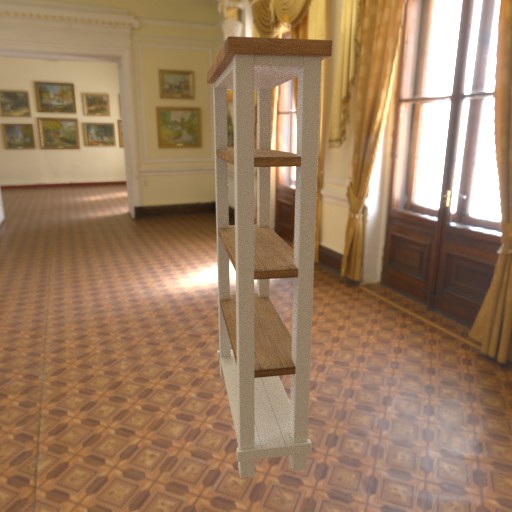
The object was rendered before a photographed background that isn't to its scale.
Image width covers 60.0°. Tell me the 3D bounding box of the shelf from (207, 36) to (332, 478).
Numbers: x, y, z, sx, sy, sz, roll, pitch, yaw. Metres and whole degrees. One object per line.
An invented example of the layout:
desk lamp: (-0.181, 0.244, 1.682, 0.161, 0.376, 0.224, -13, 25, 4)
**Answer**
shelf: (0.000, 0.000, 2.304, 0.381, 1.878, 1.022, -3, 16, -10)
